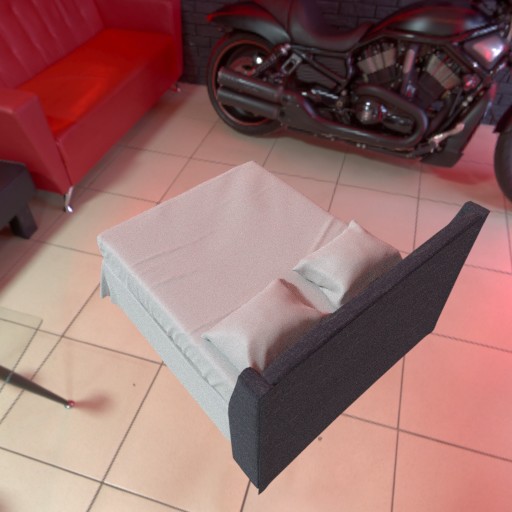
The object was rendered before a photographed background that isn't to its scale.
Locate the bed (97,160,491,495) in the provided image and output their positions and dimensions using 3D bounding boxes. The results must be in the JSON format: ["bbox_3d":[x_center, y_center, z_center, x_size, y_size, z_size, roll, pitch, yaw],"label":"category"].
[{"bbox_3d":[0.000,0.000,3.354,1.925,1.332,2.276,-31,53,-27],"label":"bed"}]
